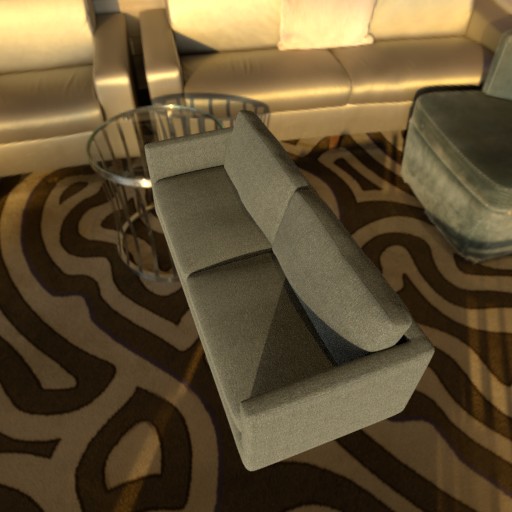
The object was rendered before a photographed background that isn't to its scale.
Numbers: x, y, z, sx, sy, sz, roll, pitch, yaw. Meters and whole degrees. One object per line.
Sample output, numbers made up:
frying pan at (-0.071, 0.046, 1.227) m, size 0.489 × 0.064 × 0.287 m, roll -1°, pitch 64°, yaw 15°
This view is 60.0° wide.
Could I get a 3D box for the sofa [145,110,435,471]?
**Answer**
sofa at (0.000, 0.000, 2.791) m, size 0.948 × 0.965 × 2.208 m, roll -15°, pitch 48°, yaw -14°
